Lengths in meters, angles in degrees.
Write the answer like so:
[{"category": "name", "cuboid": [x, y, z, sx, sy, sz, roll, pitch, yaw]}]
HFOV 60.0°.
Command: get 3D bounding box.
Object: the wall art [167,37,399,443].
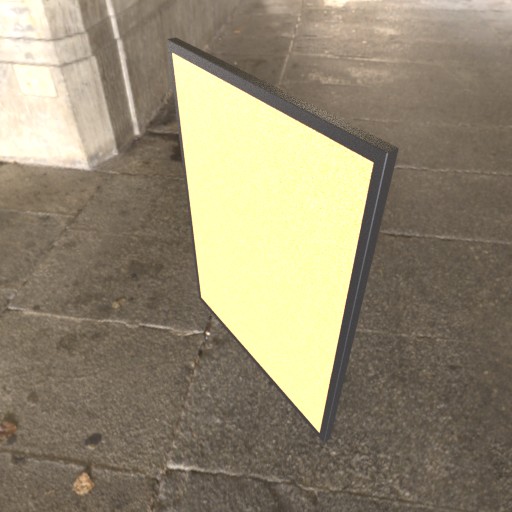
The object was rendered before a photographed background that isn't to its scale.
[{"category": "wall art", "cuboid": [0.000, 0.000, 1.312, 0.030, 1.027, 0.774, -26, 48, -26]}]
